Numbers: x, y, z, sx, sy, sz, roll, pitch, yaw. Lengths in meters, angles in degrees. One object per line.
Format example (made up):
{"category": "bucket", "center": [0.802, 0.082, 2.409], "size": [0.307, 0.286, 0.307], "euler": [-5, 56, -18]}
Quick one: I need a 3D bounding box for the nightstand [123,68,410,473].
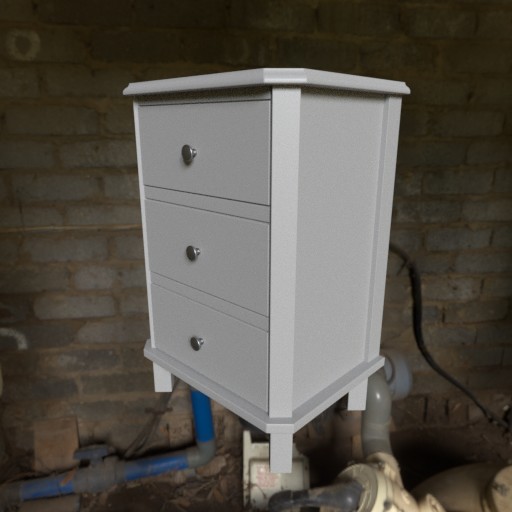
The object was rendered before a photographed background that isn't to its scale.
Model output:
{"category": "nightstand", "center": [0.000, 0.000, 0.935], "size": [0.450, 0.680, 0.350], "euler": [15, 23, 42]}
